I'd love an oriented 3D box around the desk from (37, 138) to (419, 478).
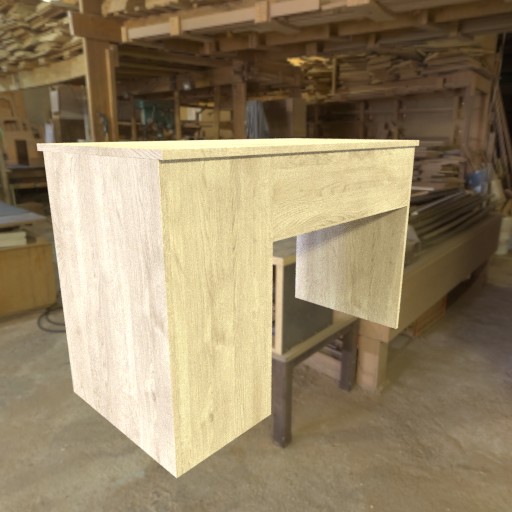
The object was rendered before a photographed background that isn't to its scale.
[{"bbox_3d":[0.000,0.000,1.471,0.560,0.735,1.097,14,21,41],"label":"desk"}]
